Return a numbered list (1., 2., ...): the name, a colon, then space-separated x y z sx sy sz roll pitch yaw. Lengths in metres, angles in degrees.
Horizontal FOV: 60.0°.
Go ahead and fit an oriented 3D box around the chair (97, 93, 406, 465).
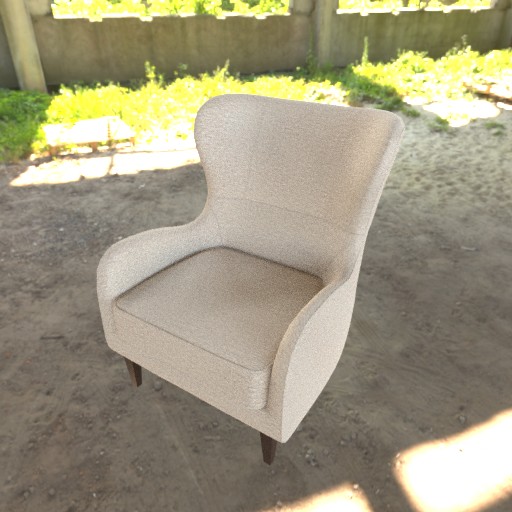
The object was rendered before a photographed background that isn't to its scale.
1. chair: 0.000 0.000 1.759 0.861 1.064 0.984 18 35 28
